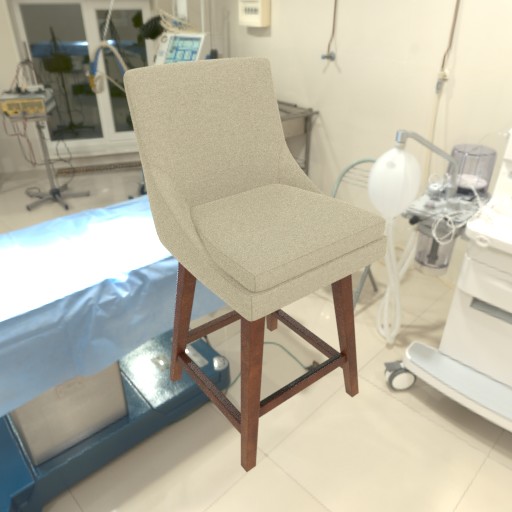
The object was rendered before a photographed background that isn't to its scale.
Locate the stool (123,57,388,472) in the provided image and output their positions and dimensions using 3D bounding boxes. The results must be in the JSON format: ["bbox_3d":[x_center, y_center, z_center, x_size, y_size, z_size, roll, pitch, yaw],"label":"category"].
[{"bbox_3d":[0.000,0.000,1.277,0.469,0.991,0.559,-22,37,-32],"label":"stool"}]
